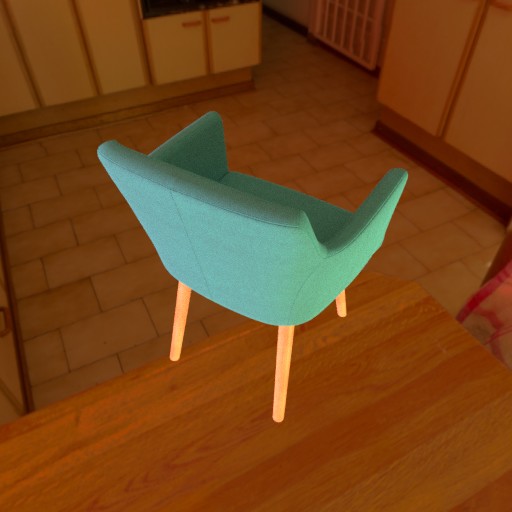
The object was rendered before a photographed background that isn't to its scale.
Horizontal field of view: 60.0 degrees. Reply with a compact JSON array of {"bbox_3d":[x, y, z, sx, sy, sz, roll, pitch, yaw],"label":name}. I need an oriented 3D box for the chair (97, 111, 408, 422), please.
[{"bbox_3d":[0.000,0.000,1.169,0.570,0.780,0.540,24,49,22],"label":"chair"}]
